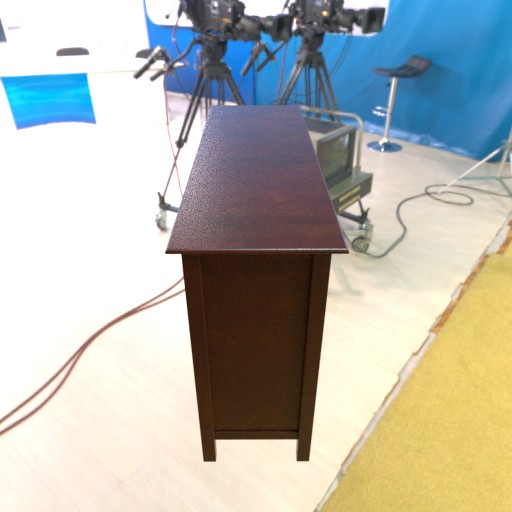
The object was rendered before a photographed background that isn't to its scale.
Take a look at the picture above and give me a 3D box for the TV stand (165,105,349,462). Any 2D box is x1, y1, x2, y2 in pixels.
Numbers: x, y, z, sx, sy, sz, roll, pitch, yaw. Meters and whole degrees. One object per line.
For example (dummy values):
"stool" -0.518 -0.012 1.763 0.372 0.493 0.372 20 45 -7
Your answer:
"TV stand" 0.000 0.000 1.888 0.445 0.915 1.372 0 33 0
